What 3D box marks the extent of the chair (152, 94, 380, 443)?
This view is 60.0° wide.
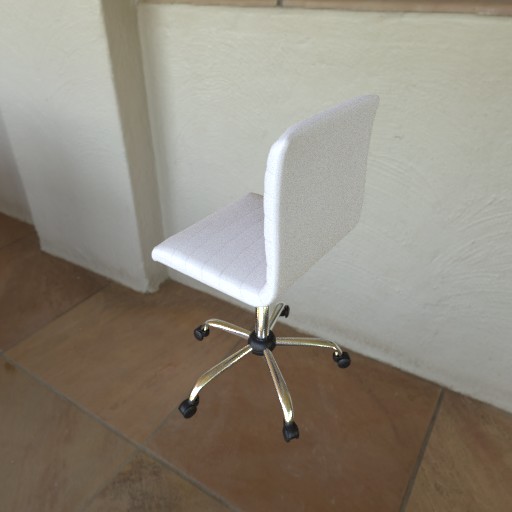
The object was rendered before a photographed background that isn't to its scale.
[{"bbox_3d":[0.000,0.000,1.081,0.455,0.750,0.520,21,38,29],"label":"chair"}]
